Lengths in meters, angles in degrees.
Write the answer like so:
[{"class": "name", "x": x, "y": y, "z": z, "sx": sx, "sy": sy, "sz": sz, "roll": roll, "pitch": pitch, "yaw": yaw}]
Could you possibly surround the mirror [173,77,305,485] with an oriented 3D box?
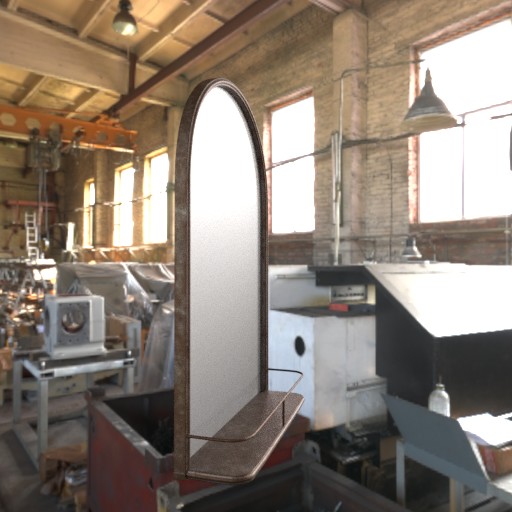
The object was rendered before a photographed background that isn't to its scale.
[{"class": "mirror", "x": 0.000, "y": 0.000, "z": 0.986, "sx": 0.137, "sy": 0.770, "sz": 0.510, "roll": 0, "pitch": -1, "yaw": 17}]
